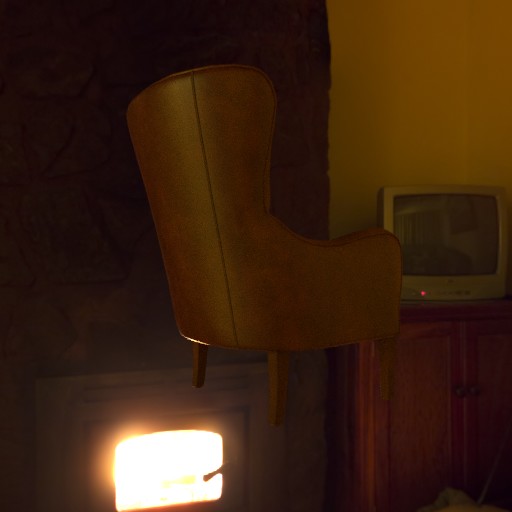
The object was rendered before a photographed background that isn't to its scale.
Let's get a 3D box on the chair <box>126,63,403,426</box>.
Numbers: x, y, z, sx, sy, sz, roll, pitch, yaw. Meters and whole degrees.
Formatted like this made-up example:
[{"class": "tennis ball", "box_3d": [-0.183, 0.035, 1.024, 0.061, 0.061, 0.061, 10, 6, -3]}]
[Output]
[{"class": "chair", "box_3d": [0.000, 0.000, 1.634, 0.914, 1.048, 0.692, 0, 0, -36]}]
